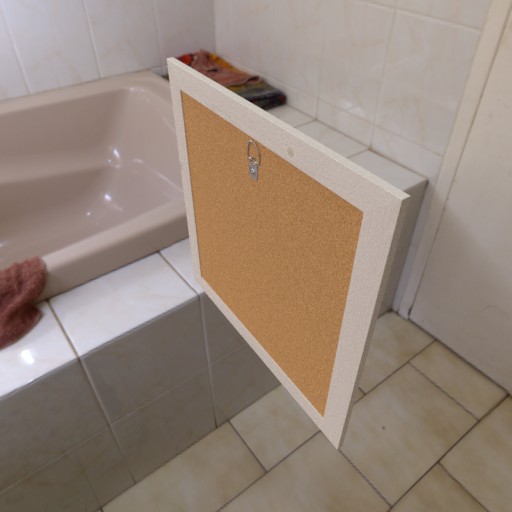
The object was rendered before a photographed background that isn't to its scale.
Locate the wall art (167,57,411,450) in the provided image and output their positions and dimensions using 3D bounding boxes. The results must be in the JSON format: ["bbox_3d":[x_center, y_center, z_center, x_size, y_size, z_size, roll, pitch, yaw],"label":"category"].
[{"bbox_3d":[0.000,0.000,0.845,0.015,0.577,0.572,-24,47,-25],"label":"wall art"}]
